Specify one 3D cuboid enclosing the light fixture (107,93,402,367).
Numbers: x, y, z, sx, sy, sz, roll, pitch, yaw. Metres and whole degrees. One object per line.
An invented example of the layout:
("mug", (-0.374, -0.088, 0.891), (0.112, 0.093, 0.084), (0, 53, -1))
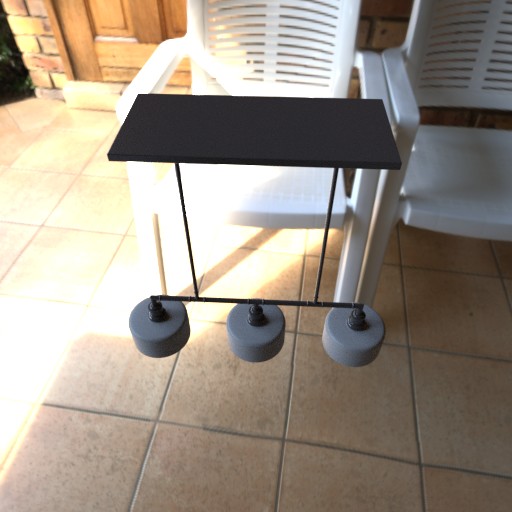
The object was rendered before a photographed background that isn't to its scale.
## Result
("light fixture", (0.000, 0.000, 0.850), (0.582, 0.557, 0.177), (2, 46, 2))
